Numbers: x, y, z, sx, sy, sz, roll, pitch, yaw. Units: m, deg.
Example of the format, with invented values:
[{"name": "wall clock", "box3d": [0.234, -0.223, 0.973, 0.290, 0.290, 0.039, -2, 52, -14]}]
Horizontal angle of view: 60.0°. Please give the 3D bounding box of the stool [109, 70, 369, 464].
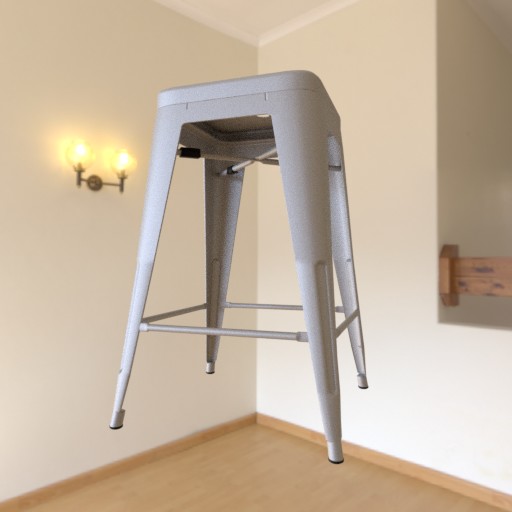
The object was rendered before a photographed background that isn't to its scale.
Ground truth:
[{"name": "stool", "box3d": [0.000, 0.000, 0.901, 0.410, 0.608, 0.410, 0, 0, 19]}]
